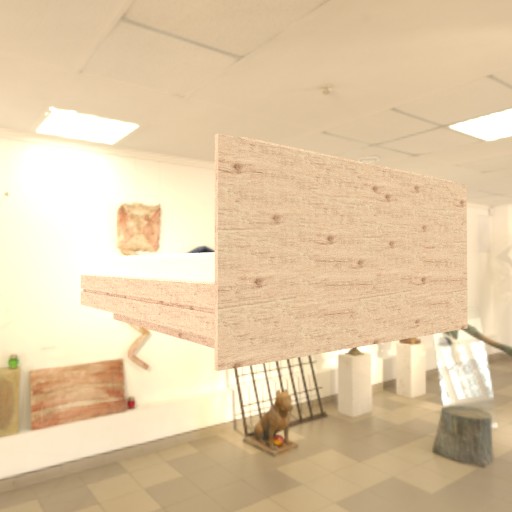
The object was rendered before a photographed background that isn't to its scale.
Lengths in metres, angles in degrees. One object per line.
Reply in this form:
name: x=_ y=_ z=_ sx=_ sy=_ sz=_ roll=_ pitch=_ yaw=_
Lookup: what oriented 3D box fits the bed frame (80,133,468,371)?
bed frame: x=0.000 y=0.000 z=3.193 sx=1.950 sy=0.970 sz=2.080 roll=1 pitch=-1 yaw=-37
